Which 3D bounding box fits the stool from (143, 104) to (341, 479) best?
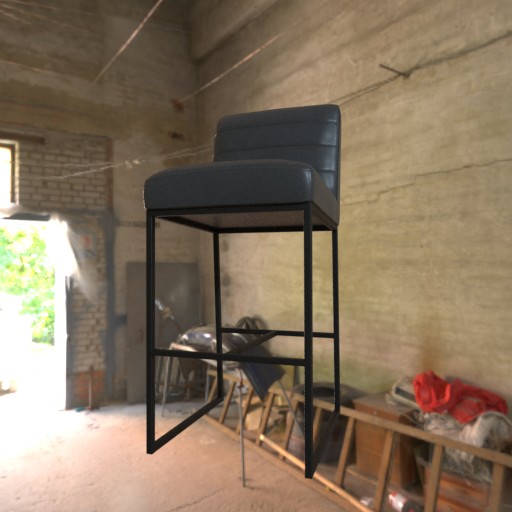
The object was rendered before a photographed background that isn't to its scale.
[{"bbox_3d":[0.000,0.000,1.336,0.457,1.040,0.552,0,-1,18],"label":"stool"}]
